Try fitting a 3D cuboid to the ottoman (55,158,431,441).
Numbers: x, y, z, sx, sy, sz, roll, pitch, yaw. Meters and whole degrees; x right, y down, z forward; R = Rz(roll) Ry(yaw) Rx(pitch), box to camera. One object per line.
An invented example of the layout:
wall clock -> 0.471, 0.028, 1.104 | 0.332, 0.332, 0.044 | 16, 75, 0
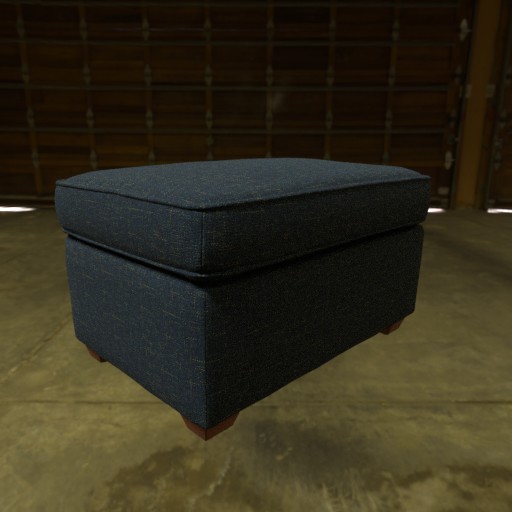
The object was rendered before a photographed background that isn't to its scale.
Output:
ottoman -> 0.000, 0.000, 1.065 | 0.749, 0.450, 0.549 | -14, 20, -43
